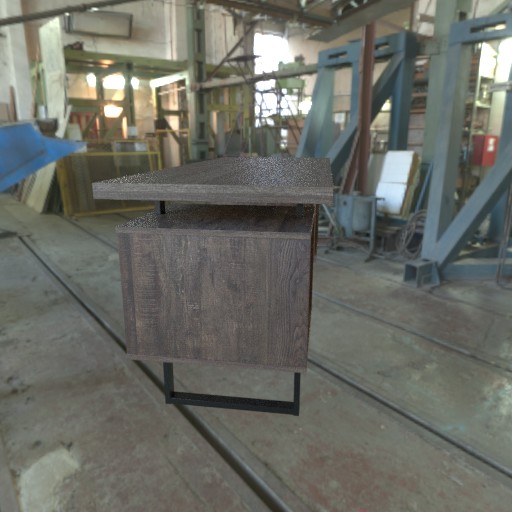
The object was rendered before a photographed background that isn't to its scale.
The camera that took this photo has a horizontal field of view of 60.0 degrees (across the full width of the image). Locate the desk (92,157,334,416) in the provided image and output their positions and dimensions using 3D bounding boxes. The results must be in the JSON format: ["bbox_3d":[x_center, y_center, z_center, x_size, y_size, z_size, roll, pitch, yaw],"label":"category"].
[{"bbox_3d":[0.000,0.000,1.898,0.600,0.760,1.524,2,15,8],"label":"desk"}]
